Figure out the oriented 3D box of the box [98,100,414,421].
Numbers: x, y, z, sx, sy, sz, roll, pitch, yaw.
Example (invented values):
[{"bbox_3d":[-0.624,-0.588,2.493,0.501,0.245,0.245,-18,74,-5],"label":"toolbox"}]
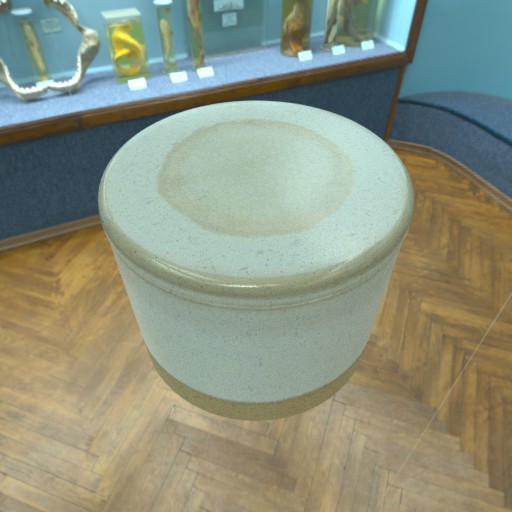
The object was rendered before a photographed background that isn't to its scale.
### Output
[{"bbox_3d":[0.000,0.000,0.261,0.154,0.123,0.154,0,45,0],"label":"box"}]
